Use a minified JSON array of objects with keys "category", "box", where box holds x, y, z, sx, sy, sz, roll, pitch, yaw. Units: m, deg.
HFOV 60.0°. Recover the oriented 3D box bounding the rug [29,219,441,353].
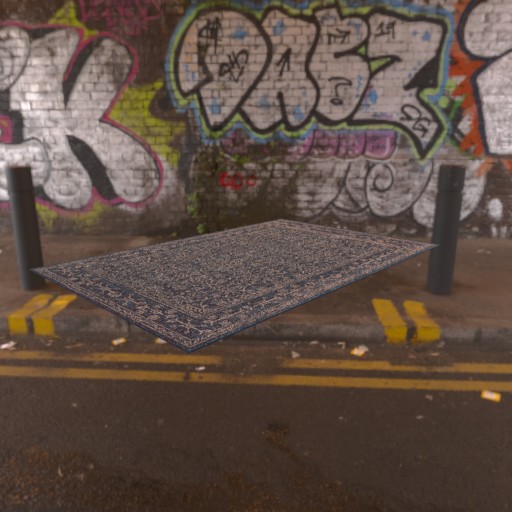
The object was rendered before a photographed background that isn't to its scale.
[{"category":"rug","box":[0.000,0.000,2.309,1.200,0.005,1.819,14,20,42]}]
